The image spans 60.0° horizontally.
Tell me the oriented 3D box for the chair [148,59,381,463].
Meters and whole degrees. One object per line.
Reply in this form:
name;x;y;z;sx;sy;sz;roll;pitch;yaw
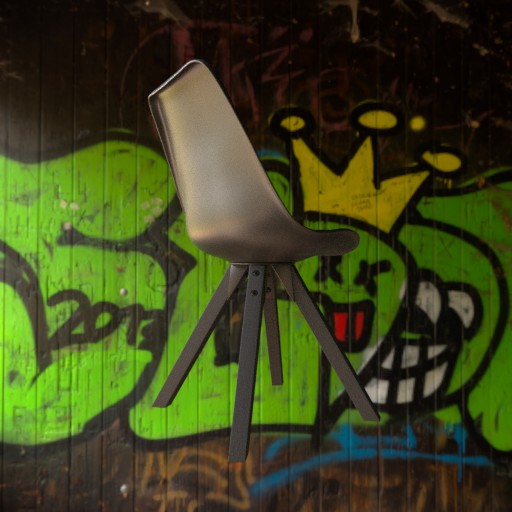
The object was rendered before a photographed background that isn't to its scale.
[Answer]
chair;0.000;0.000;1.189;0.530;0.850;0.485;1;-1;-34
